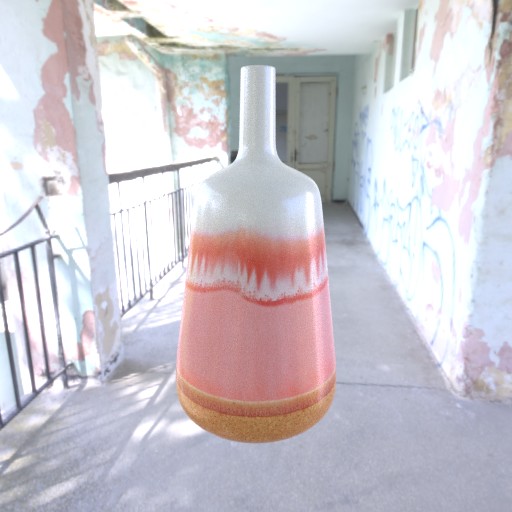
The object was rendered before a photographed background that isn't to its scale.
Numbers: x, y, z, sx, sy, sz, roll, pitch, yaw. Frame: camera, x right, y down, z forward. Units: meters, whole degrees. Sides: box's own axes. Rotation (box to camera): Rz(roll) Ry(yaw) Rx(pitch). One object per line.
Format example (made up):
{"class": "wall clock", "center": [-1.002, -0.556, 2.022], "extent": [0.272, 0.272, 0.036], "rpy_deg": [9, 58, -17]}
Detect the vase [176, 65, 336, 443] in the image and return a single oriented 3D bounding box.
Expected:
{"class": "vase", "center": [0.000, 0.000, 0.376], "extent": [0.144, 0.296, 0.144], "rpy_deg": [0, 15, 0]}
